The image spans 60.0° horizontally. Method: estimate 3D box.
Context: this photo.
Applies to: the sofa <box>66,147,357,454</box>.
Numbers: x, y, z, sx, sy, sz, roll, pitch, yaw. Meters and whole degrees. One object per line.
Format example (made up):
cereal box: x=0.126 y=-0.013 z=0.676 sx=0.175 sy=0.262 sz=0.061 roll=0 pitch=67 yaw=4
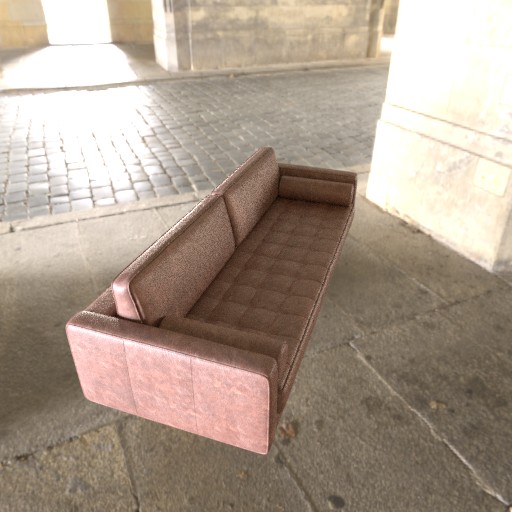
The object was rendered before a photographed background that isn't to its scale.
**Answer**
sofa: x=0.000 y=0.000 z=2.663 sx=0.914 sy=0.762 sz=2.210 roll=10 pitch=32 yaw=16
